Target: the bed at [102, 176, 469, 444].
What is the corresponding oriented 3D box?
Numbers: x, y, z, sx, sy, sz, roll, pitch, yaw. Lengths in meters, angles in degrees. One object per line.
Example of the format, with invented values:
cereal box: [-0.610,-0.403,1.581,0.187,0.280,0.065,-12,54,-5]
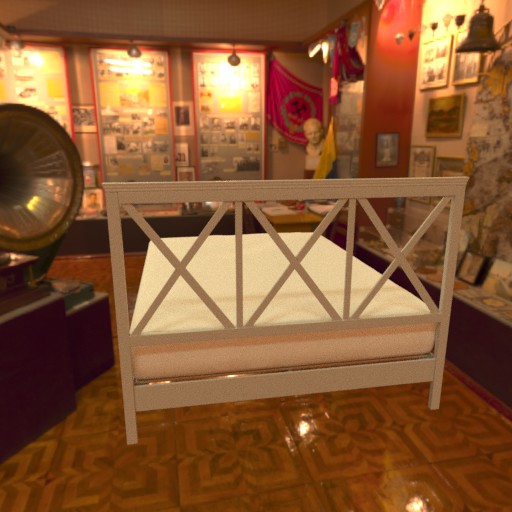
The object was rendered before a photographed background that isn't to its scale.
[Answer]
bed: [0.000,0.000,3.135,1.673,1.253,2.135,-3,15,-10]
